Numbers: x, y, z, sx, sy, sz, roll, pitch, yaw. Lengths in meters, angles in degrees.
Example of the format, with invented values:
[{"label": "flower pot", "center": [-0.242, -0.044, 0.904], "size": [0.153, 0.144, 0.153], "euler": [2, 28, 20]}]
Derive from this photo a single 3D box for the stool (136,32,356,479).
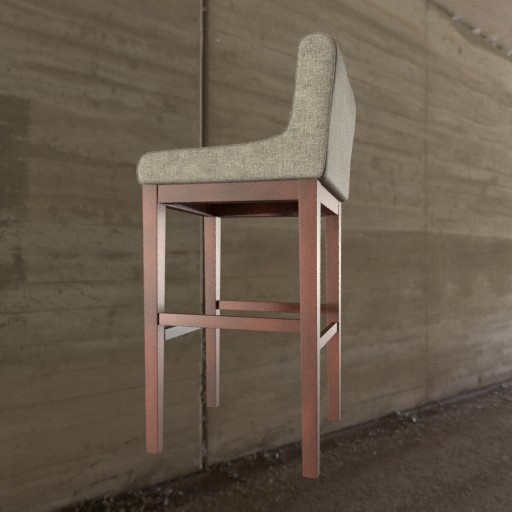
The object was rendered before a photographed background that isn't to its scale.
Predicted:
[{"label": "stool", "center": [0.000, 0.000, 1.200], "size": [0.499, 0.965, 0.426], "euler": [0, -1, 18]}]
